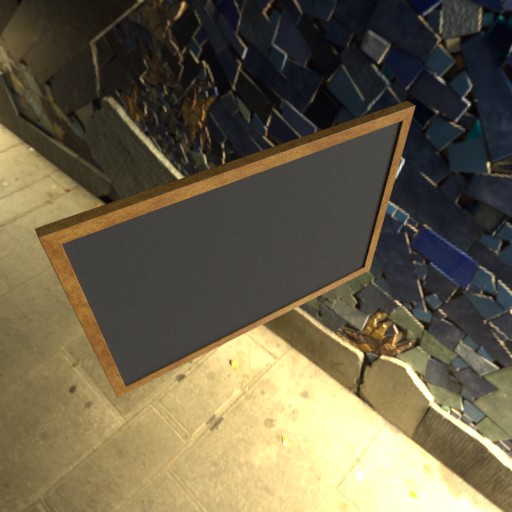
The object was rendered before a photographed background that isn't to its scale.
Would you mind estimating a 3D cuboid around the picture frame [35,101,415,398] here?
[{"bbox_3d":[0.000,0.000,1.185,0.922,0.621,0.029,-24,51,-21],"label":"picture frame"}]
